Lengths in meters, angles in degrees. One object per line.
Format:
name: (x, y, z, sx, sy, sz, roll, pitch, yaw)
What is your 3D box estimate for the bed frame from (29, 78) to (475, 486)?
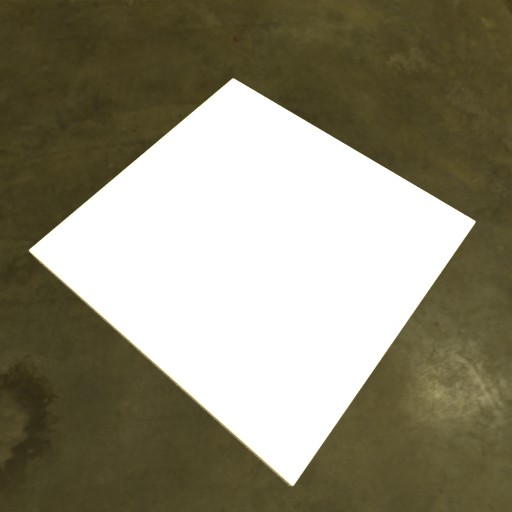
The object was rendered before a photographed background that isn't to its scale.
bed frame: (0.000, 0.000, 3.013, 2.032, 0.559, 1.930, 36, 68, 17)
